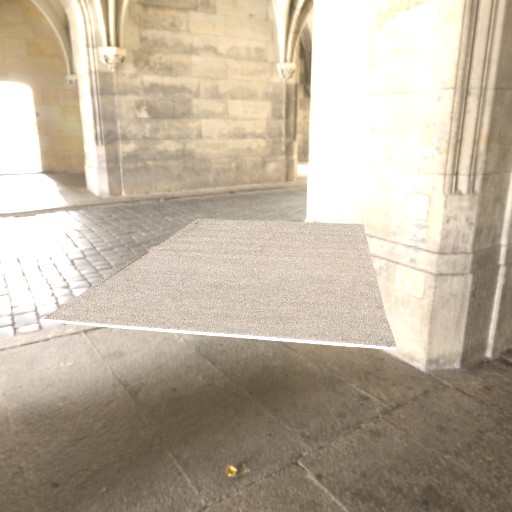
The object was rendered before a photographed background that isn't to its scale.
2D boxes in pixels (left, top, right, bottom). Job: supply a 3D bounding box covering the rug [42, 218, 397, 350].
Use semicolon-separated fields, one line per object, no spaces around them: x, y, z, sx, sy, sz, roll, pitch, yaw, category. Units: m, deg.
0.000;0.000;2.277;1.179;0.022;1.820;3;16;10;rug
